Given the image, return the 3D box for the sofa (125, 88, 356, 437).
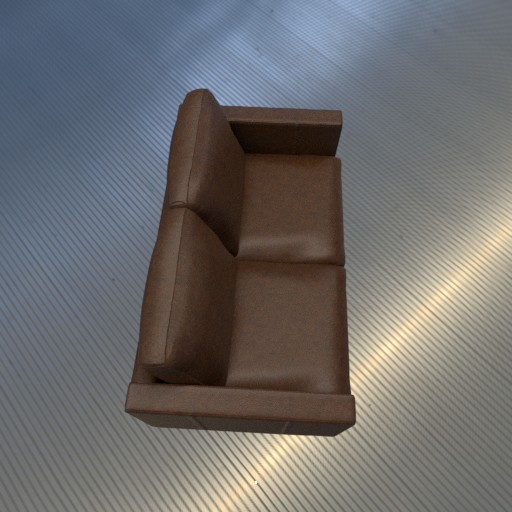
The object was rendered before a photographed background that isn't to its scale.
[{"bbox_3d":[0.000,0.000,2.193,0.909,0.951,1.578,3,63,1],"label":"sofa"}]
